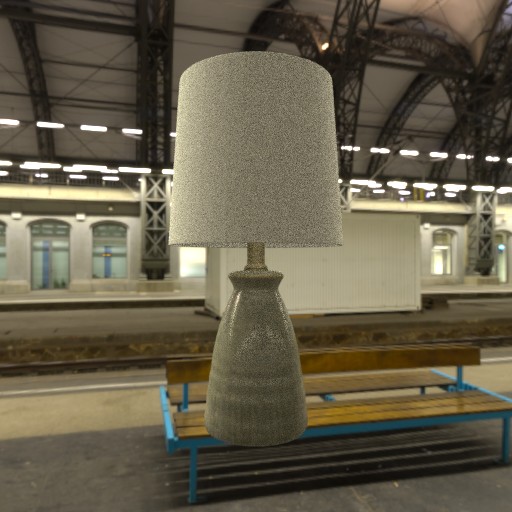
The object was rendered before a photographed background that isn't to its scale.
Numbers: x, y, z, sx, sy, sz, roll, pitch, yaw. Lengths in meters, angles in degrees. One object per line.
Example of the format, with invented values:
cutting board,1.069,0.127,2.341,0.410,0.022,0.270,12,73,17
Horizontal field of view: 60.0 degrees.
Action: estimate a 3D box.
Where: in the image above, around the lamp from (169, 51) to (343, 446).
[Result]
lamp,0.000,0.000,0.482,0.186,0.369,0.186,0,0,0
